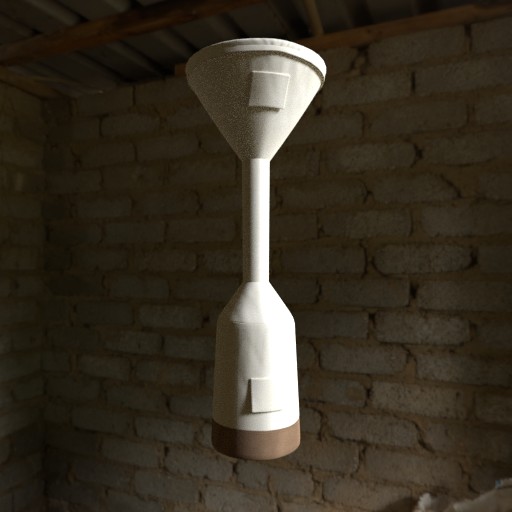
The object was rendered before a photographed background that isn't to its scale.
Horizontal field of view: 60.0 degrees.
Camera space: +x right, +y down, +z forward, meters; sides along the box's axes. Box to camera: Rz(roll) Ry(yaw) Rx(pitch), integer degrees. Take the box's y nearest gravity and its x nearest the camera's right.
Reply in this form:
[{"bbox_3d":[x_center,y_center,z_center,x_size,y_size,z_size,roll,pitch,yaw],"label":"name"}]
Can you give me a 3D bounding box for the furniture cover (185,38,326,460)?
[{"bbox_3d":[0.000,0.000,2.892,0.914,2.413,0.914,0,-1,-17],"label":"furniture cover"}]
